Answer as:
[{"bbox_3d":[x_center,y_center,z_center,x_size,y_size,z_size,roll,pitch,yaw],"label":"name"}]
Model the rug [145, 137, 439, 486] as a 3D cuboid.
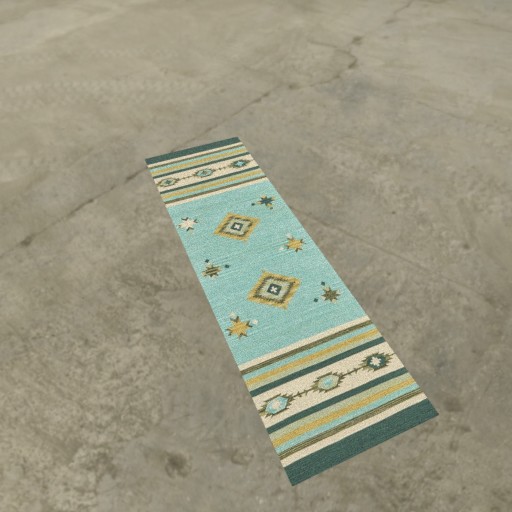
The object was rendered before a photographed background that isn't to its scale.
[{"bbox_3d":[0.000,0.000,2.659,0.744,0.010,2.441,-18,50,-16],"label":"rug"}]
